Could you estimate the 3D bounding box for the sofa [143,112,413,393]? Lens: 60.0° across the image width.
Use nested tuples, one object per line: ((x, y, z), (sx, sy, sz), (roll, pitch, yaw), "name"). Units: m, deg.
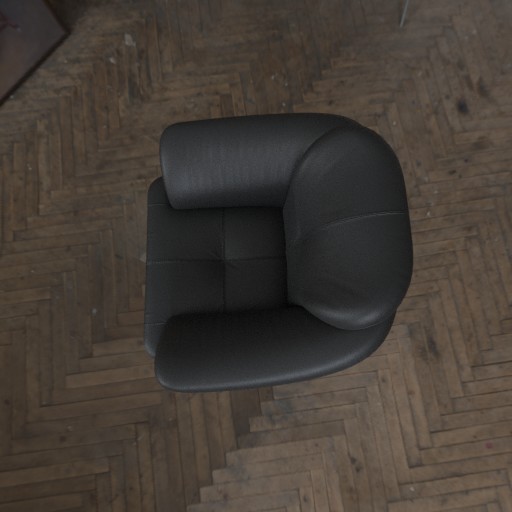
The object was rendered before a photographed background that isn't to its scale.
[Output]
((0.000, 0.000, 1.515), (0.794, 0.811, 0.870), (-2, 76, 0), "sofa")
